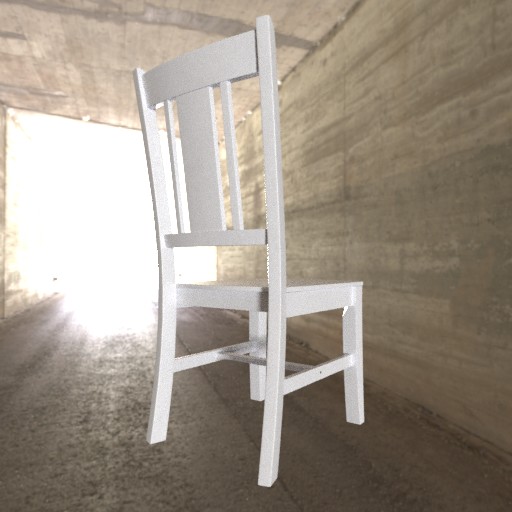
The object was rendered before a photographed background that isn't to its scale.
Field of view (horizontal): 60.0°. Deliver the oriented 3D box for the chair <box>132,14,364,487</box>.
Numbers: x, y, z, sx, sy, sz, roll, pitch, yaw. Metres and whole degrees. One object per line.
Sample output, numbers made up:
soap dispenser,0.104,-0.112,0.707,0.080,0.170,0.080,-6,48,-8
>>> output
chair,0.000,0.000,1.252,0.450,0.998,0.555,-1,-1,37
